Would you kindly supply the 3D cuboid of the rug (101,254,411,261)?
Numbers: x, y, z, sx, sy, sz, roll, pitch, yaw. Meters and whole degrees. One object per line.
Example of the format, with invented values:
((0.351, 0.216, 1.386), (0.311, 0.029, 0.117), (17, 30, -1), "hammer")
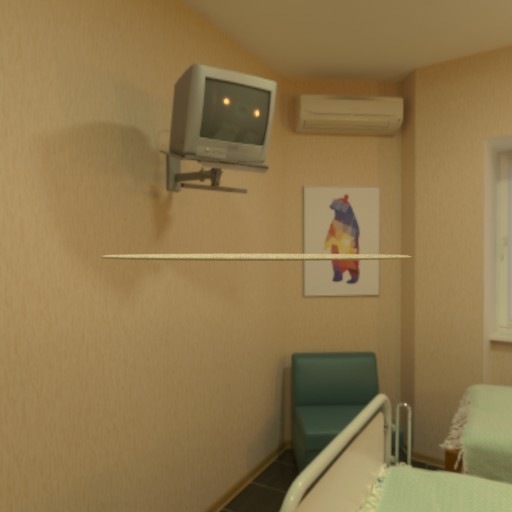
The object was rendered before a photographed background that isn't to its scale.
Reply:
((0.000, 0.000, 2.407), (1.593, 0.012, 1.593), (0, 1, 0), "rug")
